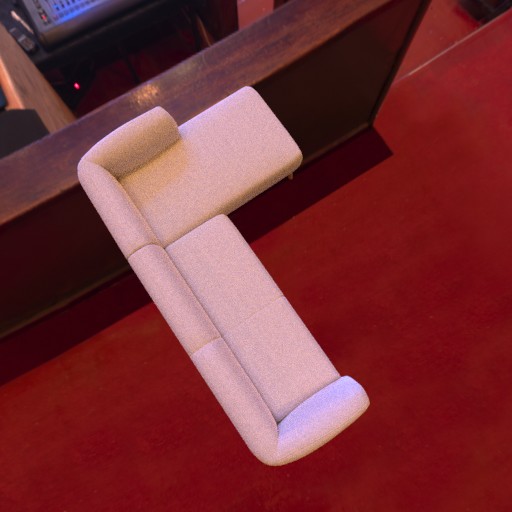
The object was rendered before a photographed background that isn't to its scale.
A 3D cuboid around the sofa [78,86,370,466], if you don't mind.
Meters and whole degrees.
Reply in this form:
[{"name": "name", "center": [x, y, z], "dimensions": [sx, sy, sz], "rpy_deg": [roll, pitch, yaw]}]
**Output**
[{"name": "sofa", "center": [0.000, 0.000, 3.427], "dimensions": [1.610, 0.730, 2.660], "rpy_deg": [-34, 80, -7]}]
